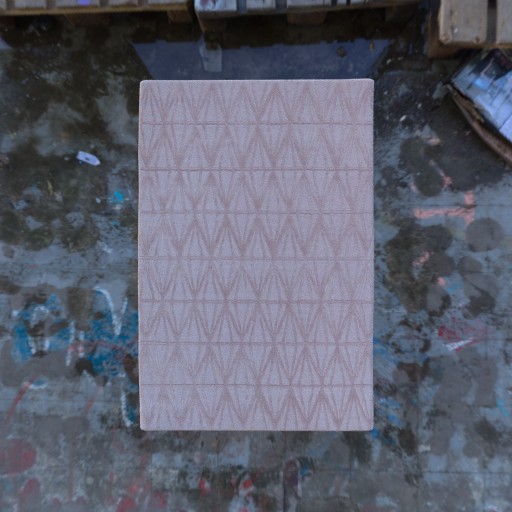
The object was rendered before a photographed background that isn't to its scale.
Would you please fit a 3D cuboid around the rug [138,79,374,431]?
[{"bbox_3d":[0.000,0.000,2.316,1.230,0.025,1.837,0,91,1],"label":"rug"}]
